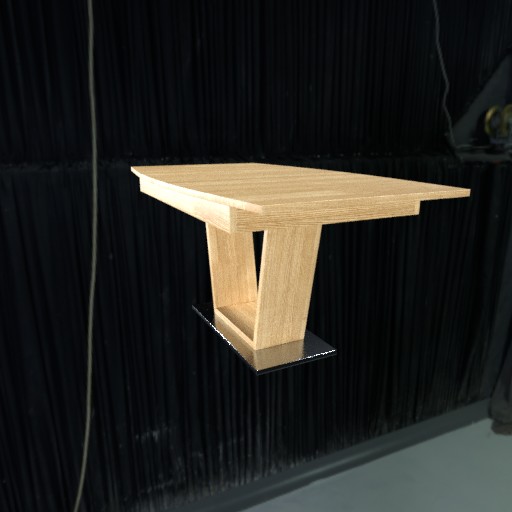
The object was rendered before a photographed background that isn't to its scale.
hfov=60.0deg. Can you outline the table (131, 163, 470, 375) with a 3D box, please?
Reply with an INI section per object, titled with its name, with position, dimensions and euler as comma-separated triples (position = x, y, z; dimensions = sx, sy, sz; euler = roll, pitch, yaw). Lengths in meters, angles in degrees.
[table]
position = 0.000, 0.000, 2.074
dimensions = 0.900, 0.748, 1.598
euler = -8, 17, -26
